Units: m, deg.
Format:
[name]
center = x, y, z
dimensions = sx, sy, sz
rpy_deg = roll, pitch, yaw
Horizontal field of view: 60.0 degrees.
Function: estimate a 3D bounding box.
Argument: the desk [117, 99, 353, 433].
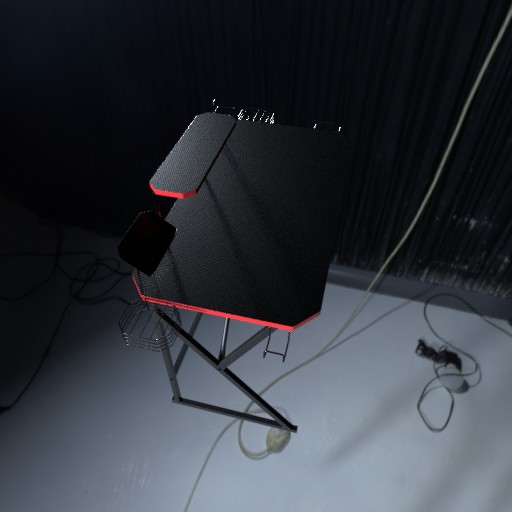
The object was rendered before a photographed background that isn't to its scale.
[desk]
center = 0.000, 0.000, 1.759
dimensions = 0.588, 0.913, 1.280
rpy_deg = 10, 46, 10
